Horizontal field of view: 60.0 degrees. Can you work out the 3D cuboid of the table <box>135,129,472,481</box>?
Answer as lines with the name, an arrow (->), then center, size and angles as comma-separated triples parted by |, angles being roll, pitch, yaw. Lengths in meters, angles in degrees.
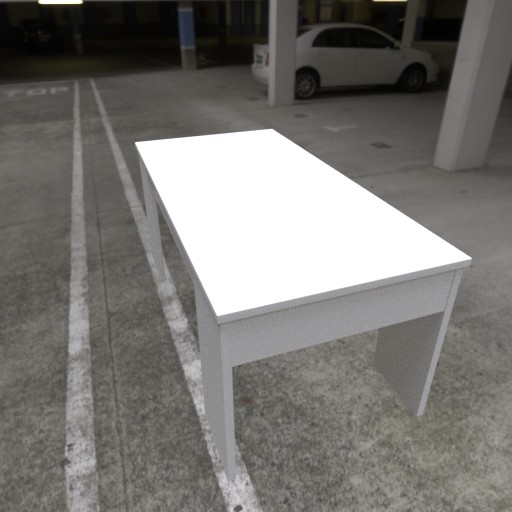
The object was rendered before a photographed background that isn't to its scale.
table -> 0.000, 0.000, 1.276 | 0.500, 0.440, 1.000 | -11, 32, -17
